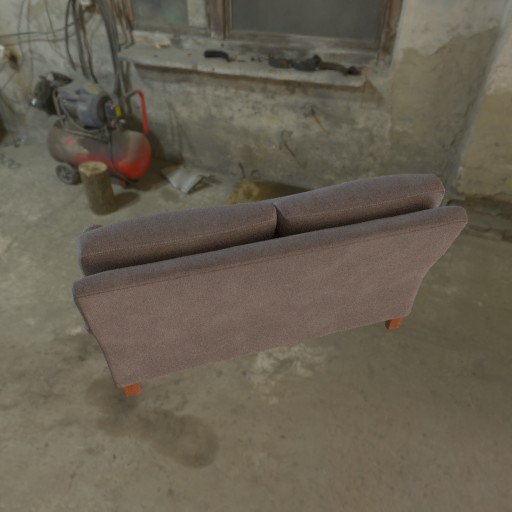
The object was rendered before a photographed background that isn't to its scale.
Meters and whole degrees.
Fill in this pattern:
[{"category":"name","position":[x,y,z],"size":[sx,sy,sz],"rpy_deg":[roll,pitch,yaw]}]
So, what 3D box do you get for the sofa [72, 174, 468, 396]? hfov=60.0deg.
[{"category":"sofa","position":[0.000,0.000,2.545],"size":[1.853,1.101,1.084],"rpy_deg":[-11,42,-13]}]
